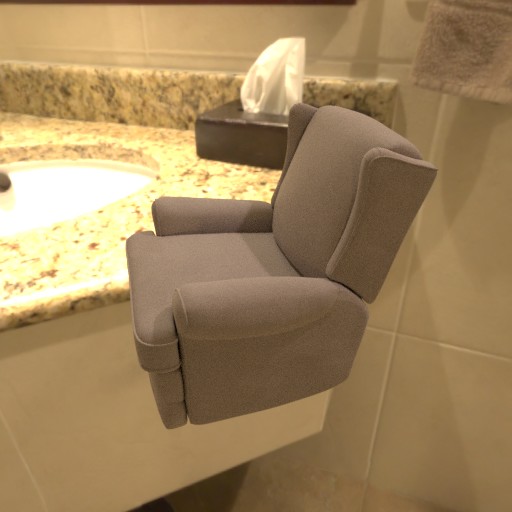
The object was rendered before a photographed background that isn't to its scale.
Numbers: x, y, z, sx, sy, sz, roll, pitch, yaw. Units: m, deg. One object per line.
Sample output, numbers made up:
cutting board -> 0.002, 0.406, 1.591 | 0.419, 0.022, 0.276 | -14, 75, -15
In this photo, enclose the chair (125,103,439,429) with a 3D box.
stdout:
chair -> 0.000, 0.000, 1.710 | 0.969, 1.011, 0.847 | -9, 32, -14
